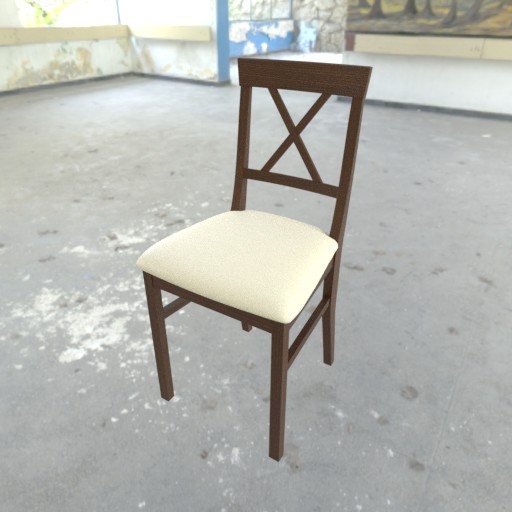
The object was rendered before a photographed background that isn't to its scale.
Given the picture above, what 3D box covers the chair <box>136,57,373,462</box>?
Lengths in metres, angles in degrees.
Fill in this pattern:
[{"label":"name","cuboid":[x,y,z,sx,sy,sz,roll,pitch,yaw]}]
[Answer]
[{"label":"chair","cuboid":[0.000,0.000,1.177,0.440,0.913,0.480,17,34,28]}]
